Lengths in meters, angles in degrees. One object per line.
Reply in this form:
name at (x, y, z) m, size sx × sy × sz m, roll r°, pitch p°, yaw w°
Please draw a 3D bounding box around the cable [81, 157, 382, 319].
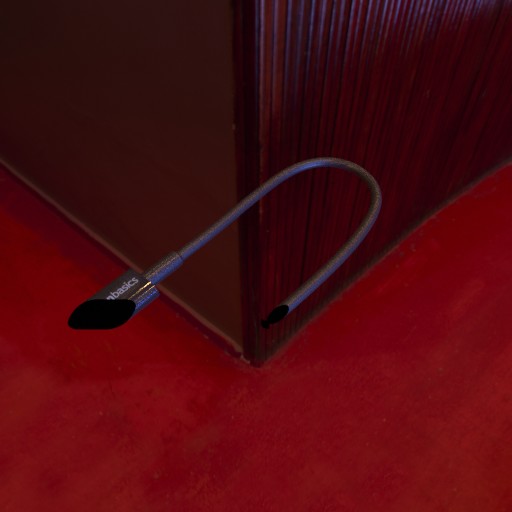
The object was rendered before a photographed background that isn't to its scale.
cable at (0.000, 0.000, 0.112) m, size 0.041 × 0.005 × 0.098 m, roll 32°, pitch 55°, yaw 26°
